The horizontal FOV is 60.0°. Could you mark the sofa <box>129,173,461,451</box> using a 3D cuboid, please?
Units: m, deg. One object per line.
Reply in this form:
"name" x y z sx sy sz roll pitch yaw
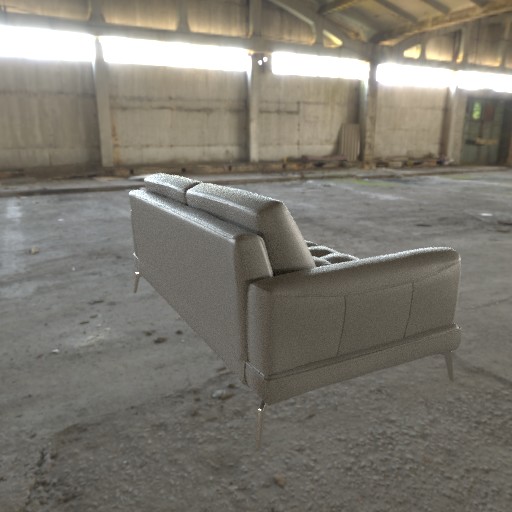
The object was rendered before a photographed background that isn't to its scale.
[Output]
"sofa" 0.000 0.000 2.719 1.121 0.930 2.177 -8 17 -27
